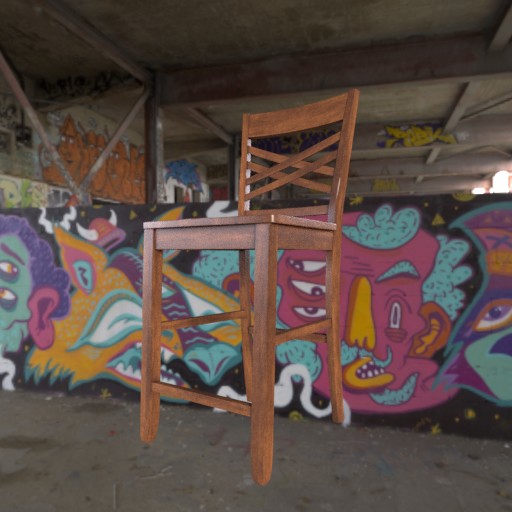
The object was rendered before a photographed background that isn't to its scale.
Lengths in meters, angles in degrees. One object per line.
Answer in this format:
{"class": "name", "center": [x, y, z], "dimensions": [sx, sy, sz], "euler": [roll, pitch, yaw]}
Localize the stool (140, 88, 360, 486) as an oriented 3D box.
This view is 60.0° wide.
{"class": "stool", "center": [0.000, 0.000, 1.367], "dimensions": [0.462, 1.079, 0.539], "euler": [0, 0, 36]}
